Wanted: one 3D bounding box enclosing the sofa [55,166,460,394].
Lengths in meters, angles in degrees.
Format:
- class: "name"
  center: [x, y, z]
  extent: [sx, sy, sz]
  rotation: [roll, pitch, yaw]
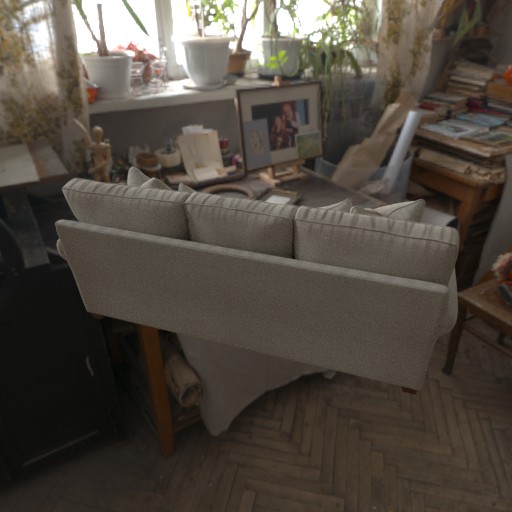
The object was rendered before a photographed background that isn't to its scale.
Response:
- class: "sofa"
  center: [0.000, 0.000, 2.791]
  extent: [2.312, 0.975, 0.965]
  rotation: [10, 32, 16]
